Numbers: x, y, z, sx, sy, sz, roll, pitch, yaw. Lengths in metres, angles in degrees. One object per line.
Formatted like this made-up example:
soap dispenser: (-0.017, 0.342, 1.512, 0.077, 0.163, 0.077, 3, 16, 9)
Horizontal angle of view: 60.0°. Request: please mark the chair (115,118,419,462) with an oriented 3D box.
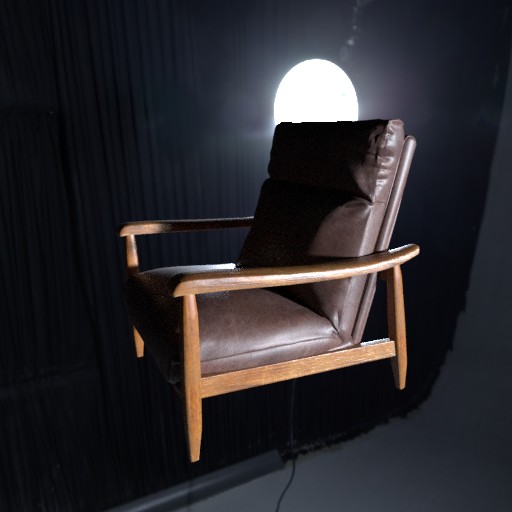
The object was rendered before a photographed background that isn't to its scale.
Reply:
chair: (0.000, 0.000, 1.518, 0.830, 0.897, 0.782, -8, 18, -26)
